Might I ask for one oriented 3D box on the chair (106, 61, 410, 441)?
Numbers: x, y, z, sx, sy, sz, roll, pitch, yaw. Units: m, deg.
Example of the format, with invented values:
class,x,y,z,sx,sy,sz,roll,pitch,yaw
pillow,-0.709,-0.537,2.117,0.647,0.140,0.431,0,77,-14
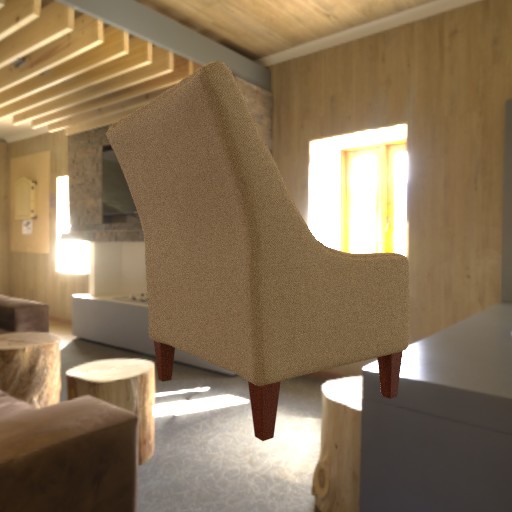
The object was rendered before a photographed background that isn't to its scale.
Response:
class,x,y,z,sx,sy,sz,roll,pitch,yaw
chair,0.000,0.000,1.646,0.870,1.014,0.774,-1,2,-36
